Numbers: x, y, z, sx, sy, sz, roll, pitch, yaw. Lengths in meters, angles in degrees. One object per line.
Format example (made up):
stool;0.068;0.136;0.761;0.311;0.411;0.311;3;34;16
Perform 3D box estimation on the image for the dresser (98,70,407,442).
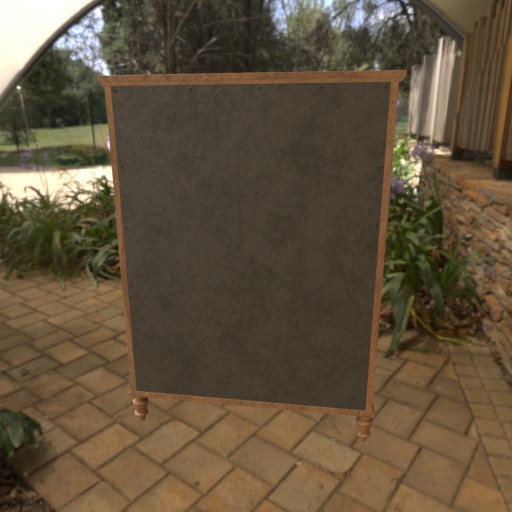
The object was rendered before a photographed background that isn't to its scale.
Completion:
dresser;0.000;0.000;1.787;0.973;1.318;0.484;2;16;8
